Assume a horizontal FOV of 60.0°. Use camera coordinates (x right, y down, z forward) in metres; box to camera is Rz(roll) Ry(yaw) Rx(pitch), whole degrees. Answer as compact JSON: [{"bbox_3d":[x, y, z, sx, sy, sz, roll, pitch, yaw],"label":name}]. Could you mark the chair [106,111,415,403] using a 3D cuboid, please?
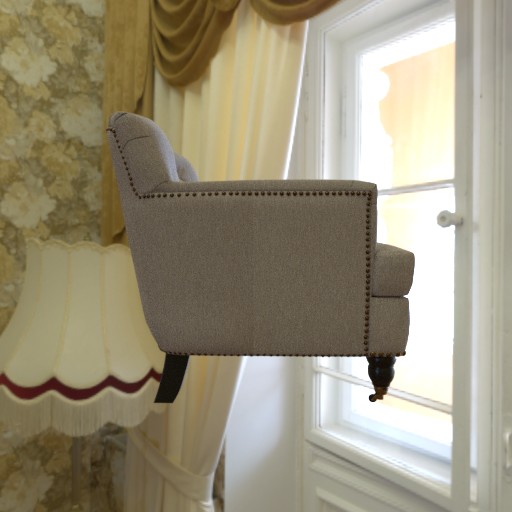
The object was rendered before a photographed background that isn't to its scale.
[{"bbox_3d":[0.000,0.000,1.545,0.902,0.823,0.737,0,0,1],"label":"chair"}]
